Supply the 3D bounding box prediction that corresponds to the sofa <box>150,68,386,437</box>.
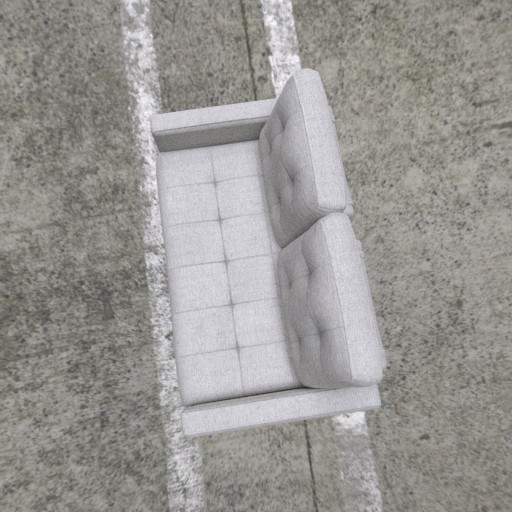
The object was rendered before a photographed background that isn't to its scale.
[{"bbox_3d":[0.000,0.000,1.984,0.842,0.907,1.407,-8,76,-2],"label":"sofa"}]
